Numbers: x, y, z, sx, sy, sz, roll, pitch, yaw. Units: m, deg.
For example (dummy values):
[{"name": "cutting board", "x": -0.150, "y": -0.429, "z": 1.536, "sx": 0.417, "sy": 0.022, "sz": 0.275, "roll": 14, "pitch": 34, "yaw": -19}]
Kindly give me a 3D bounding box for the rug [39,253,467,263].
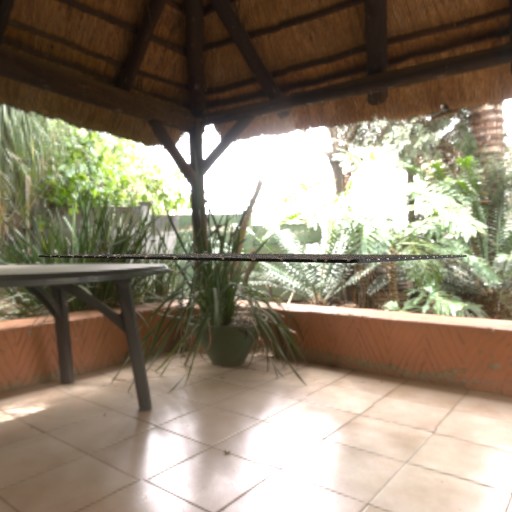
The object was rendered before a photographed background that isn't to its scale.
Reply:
[{"name": "rug", "x": 0.000, "y": 0.000, "z": 4.012, "sx": 3.047, "sy": 0.022, "sz": 2.439, "roll": 1, "pitch": 1, "yaw": 37}]
